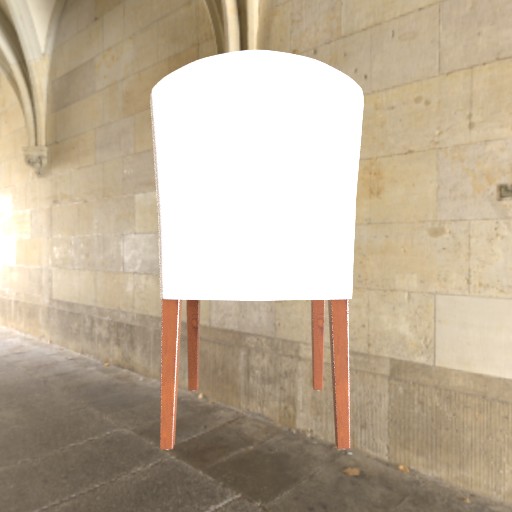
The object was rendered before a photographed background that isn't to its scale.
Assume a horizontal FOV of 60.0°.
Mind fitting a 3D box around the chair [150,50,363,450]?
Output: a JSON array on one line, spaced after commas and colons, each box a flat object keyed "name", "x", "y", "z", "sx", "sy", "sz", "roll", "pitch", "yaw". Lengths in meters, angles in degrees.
[{"name": "chair", "x": 0.000, "y": 0.000, "z": 1.222, "sx": 0.472, "sy": 0.893, "sz": 0.540, "roll": 0, "pitch": 1, "yaw": 0}]
